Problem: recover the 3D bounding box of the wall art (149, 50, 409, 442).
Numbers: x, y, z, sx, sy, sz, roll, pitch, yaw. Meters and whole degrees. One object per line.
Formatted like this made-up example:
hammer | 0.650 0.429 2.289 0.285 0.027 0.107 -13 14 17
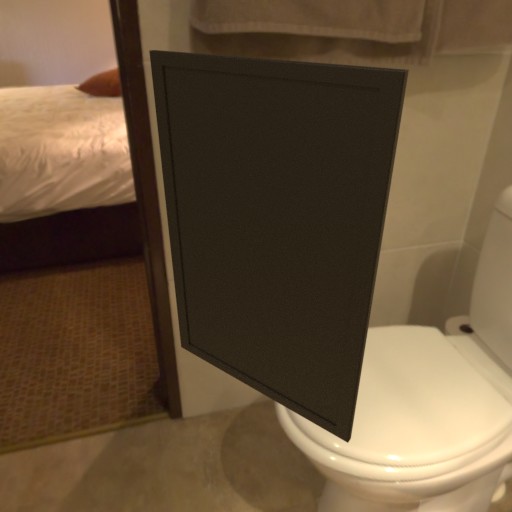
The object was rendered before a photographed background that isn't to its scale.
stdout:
wall art | 0.000 0.000 0.808 0.451 0.661 0.012 21 35 32
